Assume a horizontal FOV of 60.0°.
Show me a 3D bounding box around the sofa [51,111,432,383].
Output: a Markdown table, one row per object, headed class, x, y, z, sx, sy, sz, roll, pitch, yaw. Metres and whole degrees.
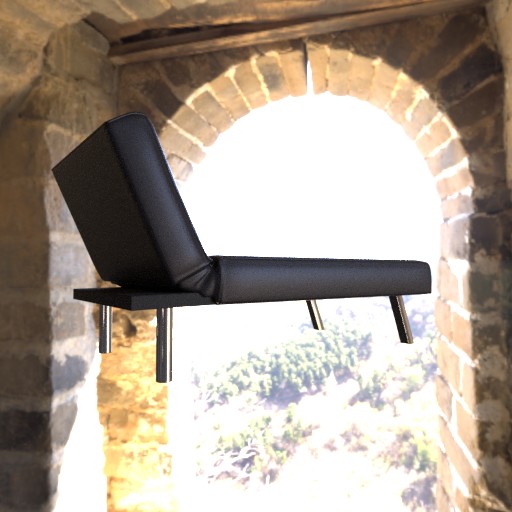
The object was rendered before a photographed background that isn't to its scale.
| class | x | y | z | sx | sy | sz | roll | pitch | yaw |
| --- | --- | --- | --- | --- | --- | --- | --- | --- | --- |
| sofa | 0.000 | 0.000 | 1.976 | 1.560 | 0.820 | 0.760 | 1 | -2 | -36 |
